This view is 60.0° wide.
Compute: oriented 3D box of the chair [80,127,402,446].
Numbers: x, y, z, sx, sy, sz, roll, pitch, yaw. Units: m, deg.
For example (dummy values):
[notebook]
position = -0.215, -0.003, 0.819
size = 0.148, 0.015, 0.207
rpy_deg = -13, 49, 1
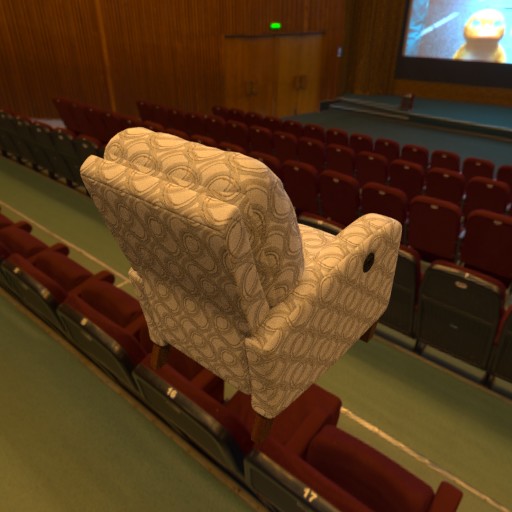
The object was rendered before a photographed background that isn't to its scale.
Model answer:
[chair]
position = 0.000, 0.000, 1.772
size = 0.796, 1.065, 0.995
rpy_deg = 23, 38, 34
